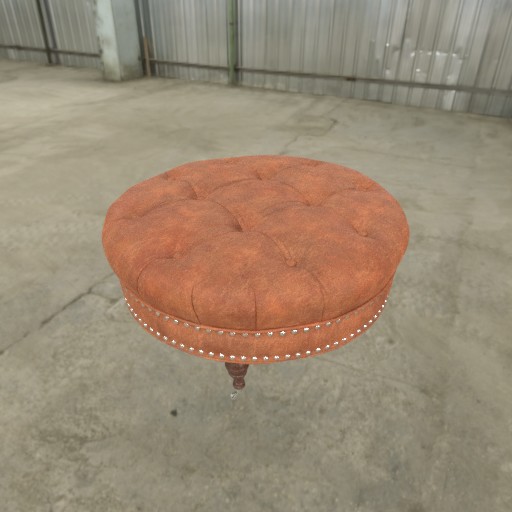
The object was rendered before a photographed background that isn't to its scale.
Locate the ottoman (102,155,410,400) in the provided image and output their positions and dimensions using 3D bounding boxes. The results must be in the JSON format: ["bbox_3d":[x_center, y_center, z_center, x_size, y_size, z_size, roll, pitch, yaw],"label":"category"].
[{"bbox_3d":[0.000,0.000,1.423,0.901,0.444,0.901,0,32,0],"label":"ottoman"}]
